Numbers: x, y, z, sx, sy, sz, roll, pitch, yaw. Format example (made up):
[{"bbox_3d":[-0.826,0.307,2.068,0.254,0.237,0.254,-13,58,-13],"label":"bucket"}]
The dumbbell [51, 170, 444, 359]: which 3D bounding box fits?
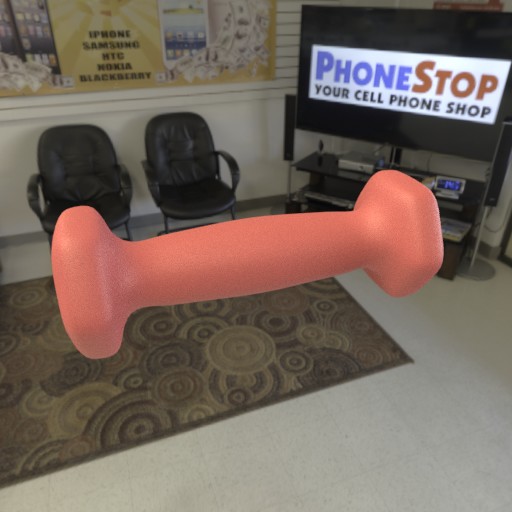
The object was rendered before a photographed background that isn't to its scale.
[{"bbox_3d":[0.000,0.000,0.149,0.123,0.043,0.047,-9,32,-15],"label":"dumbbell"}]
